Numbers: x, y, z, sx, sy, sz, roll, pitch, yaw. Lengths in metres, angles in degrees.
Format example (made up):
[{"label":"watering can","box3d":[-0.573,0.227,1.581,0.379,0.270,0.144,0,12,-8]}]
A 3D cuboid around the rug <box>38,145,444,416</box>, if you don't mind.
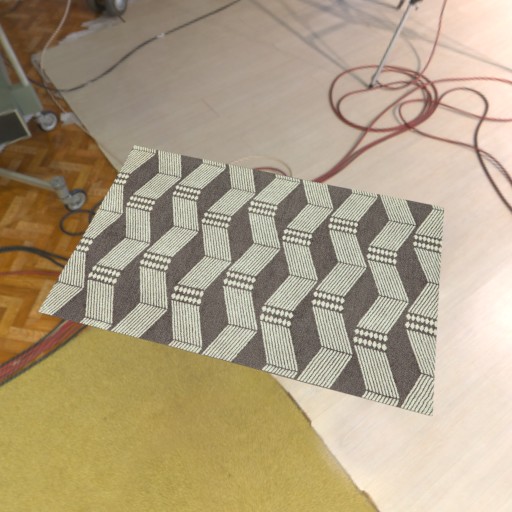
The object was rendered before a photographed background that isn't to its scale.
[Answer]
[{"label":"rug","box3d":[0.000,0.000,3.012,2.435,0.011,1.517,13,59,8]}]
